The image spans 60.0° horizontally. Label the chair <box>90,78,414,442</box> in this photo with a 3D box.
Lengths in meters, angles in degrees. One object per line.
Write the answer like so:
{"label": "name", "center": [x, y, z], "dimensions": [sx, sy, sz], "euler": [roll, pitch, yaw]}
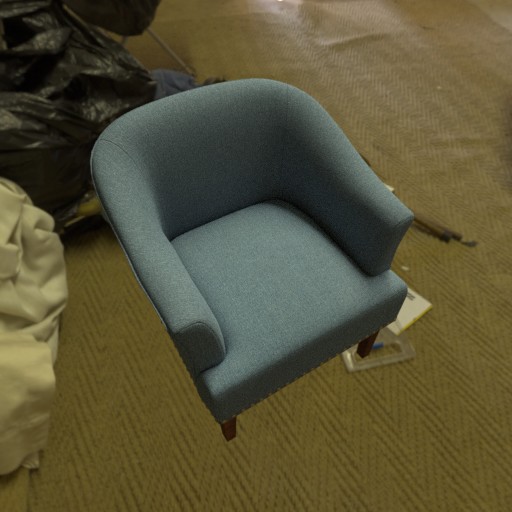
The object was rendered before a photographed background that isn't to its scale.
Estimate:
{"label": "chair", "center": [0.000, 0.000, 1.400], "dimensions": [0.772, 0.815, 0.704], "euler": [-25, 52, -21]}
